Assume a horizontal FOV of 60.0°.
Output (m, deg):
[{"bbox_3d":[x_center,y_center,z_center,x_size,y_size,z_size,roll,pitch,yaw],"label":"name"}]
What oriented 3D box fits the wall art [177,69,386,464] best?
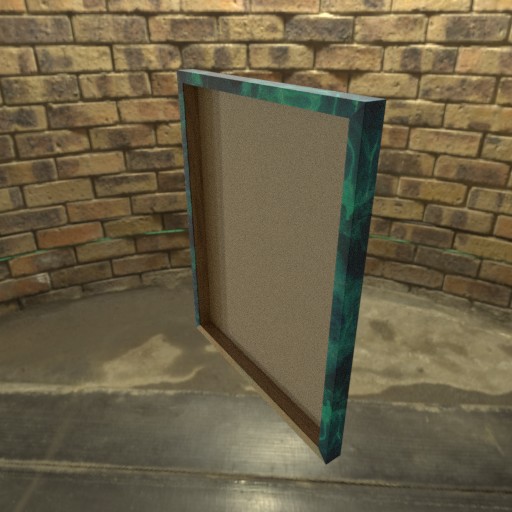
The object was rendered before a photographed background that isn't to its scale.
[{"bbox_3d":[0.000,0.000,0.861,0.038,0.635,0.508,-18,32,-30],"label":"wall art"}]
